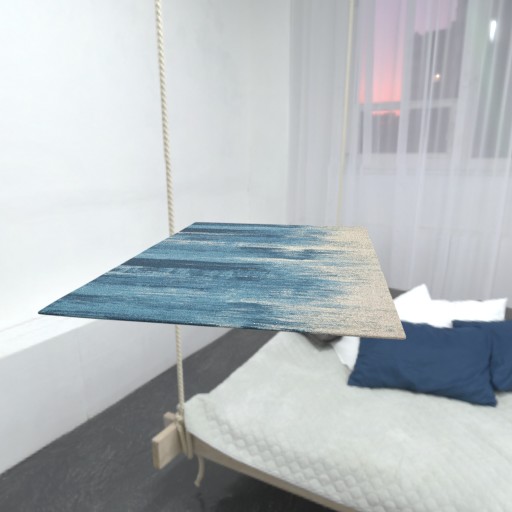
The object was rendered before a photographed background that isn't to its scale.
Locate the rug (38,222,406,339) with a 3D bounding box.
[{"bbox_3d":[0.000,0.000,2.292,1.232,0.009,1.836,2,14,9],"label":"rug"}]
